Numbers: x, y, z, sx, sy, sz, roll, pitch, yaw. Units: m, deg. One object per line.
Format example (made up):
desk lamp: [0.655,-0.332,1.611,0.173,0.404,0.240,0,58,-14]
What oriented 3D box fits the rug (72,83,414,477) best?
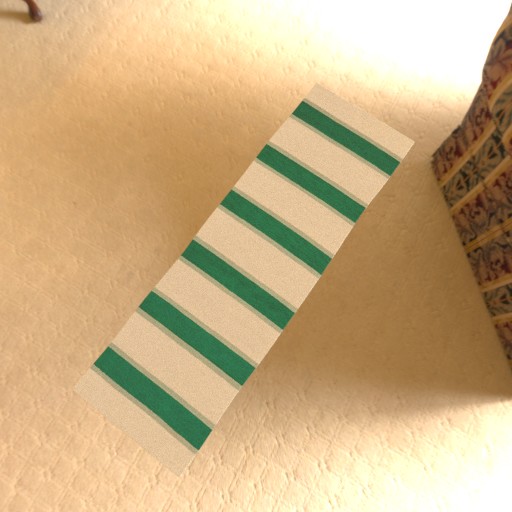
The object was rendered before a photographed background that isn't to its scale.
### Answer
rug: [0.000,0.000,2.659,0.768,0.012,2.438,35,77,9]
